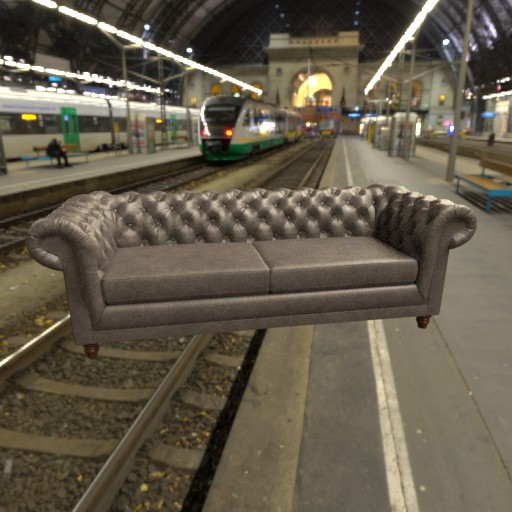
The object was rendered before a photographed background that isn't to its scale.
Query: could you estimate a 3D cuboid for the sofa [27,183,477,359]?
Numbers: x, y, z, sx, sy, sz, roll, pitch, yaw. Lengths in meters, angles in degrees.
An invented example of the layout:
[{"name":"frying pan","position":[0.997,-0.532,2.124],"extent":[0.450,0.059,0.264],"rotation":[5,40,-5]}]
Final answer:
[{"name":"sofa","position":[0.000,0.000,2.785],"extent":[2.385,0.783,0.944],"rotation":[-3,17,-10]}]
